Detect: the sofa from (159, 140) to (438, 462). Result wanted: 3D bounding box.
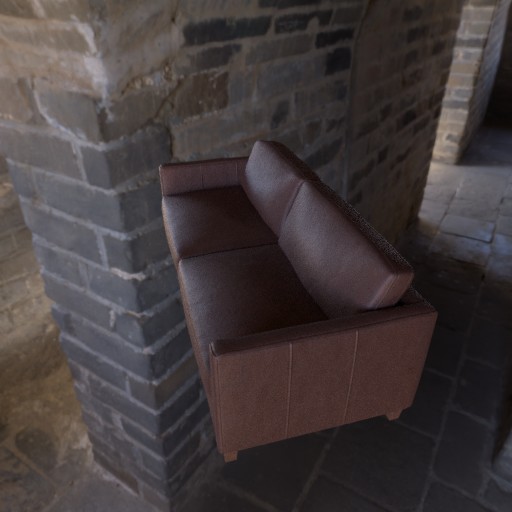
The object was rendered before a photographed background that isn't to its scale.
[{"bbox_3d":[0.000,0.000,2.513,0.923,0.863,1.971,-8,33,-13],"label":"sofa"}]
